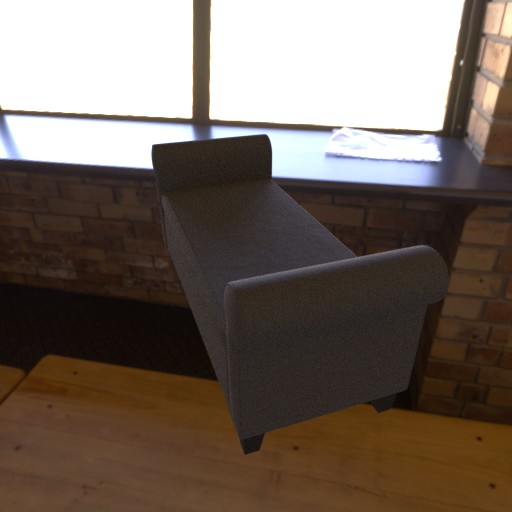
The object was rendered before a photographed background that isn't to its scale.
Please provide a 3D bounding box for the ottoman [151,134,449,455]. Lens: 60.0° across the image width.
[{"bbox_3d":[0.000,0.000,1.570,0.521,0.547,1.256,-10,31,-17],"label":"ottoman"}]
